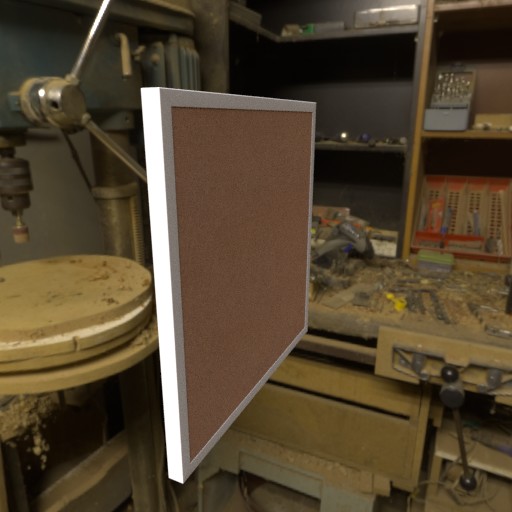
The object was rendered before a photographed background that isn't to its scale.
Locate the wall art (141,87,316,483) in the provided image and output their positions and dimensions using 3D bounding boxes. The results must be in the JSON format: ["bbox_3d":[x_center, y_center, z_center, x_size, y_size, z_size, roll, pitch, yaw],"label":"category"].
[{"bbox_3d":[0.000,0.000,1.130,0.036,0.760,0.760,8,19,25],"label":"wall art"}]
